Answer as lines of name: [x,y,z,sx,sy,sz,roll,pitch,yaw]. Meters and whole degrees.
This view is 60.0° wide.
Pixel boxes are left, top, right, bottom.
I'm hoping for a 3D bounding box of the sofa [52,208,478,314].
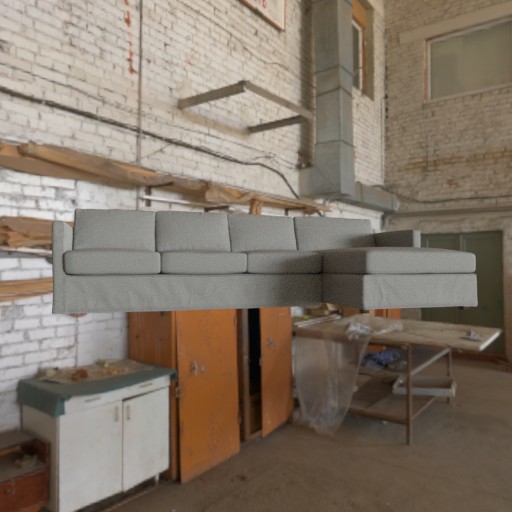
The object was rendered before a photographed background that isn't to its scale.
sofa: [0.000,0.000,3.786,3.177,0.867,1.622,0,-1,-17]
